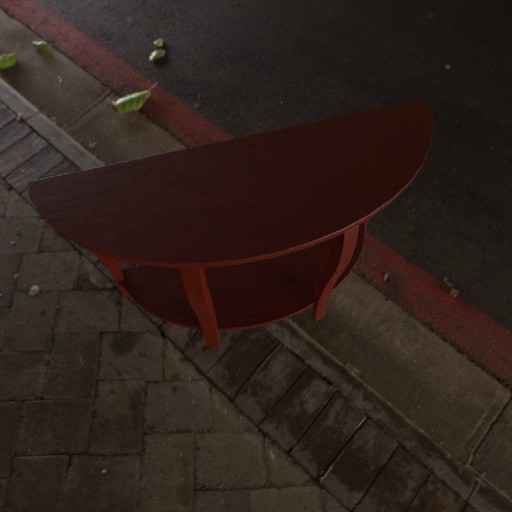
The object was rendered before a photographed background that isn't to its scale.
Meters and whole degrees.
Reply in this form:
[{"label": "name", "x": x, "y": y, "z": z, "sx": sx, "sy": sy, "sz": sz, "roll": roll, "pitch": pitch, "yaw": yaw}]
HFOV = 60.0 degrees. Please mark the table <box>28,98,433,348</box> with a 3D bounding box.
[{"label": "table", "x": 0.000, "y": 0.000, "z": 1.577, "sx": 1.219, "sy": 0.779, "sz": 0.405, "roll": -14, "pitch": 63, "yaw": -7}]
